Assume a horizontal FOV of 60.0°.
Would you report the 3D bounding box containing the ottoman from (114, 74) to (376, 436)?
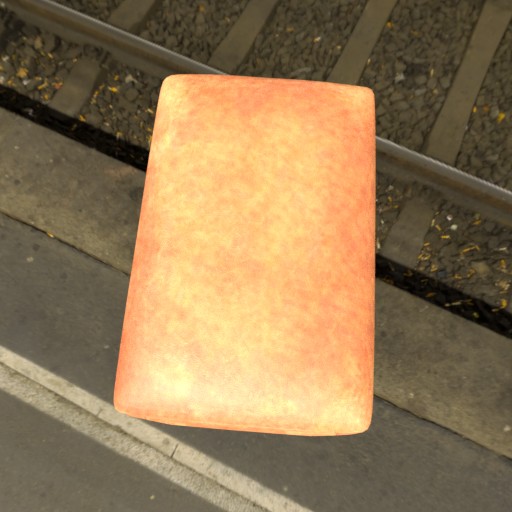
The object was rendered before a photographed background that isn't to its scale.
[{"bbox_3d":[0.000,0.000,1.195,0.565,0.507,0.852,4,75,1],"label":"ottoman"}]
